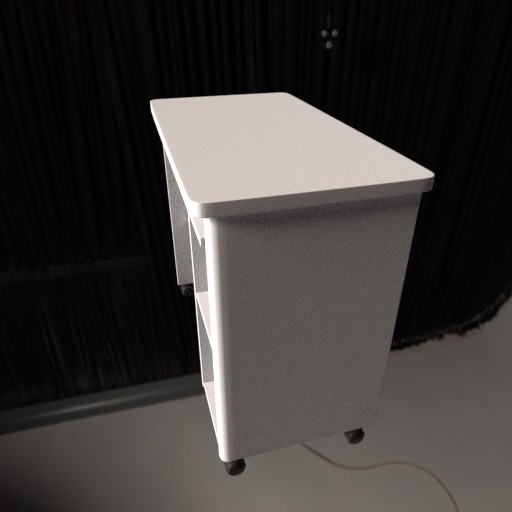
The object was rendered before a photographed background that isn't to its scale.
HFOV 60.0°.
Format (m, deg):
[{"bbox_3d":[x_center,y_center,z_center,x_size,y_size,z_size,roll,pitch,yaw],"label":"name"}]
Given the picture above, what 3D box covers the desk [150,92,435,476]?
[{"bbox_3d":[0.000,0.000,1.329,0.475,0.763,0.877,-8,31,-14],"label":"desk"}]
